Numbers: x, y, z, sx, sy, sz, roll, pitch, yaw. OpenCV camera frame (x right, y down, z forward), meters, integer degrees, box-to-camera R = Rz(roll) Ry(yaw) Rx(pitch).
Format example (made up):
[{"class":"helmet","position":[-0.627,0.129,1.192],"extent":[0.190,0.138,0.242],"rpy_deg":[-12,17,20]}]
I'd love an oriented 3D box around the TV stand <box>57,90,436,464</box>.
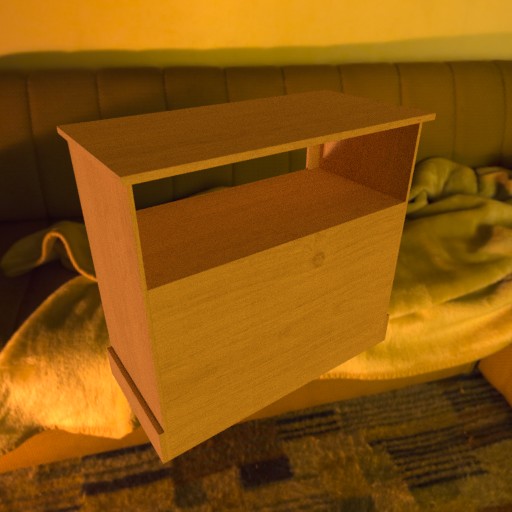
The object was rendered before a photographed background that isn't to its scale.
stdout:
[{"class":"TV stand","position":[0.000,0.000,1.300],"extent":[0.851,0.787,0.430],"rpy_deg":[-19,35,-30]}]
